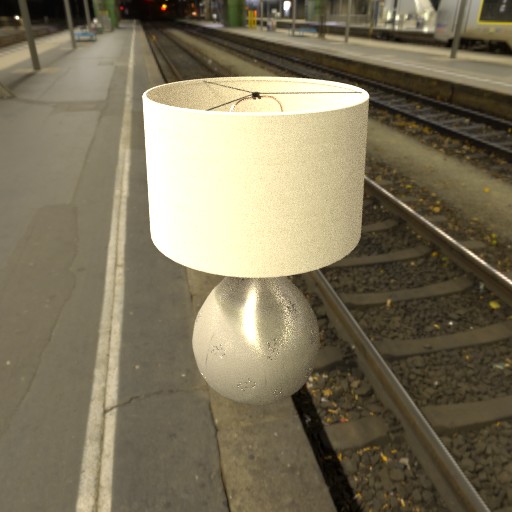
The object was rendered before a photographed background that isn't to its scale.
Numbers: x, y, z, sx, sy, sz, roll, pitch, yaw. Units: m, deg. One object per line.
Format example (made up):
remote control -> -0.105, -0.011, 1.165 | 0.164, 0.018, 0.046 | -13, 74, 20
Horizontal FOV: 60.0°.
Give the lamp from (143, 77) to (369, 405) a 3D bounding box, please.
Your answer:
lamp -> 0.000, 0.000, 0.740 | 0.330, 0.521, 0.330 | 0, 29, 0
